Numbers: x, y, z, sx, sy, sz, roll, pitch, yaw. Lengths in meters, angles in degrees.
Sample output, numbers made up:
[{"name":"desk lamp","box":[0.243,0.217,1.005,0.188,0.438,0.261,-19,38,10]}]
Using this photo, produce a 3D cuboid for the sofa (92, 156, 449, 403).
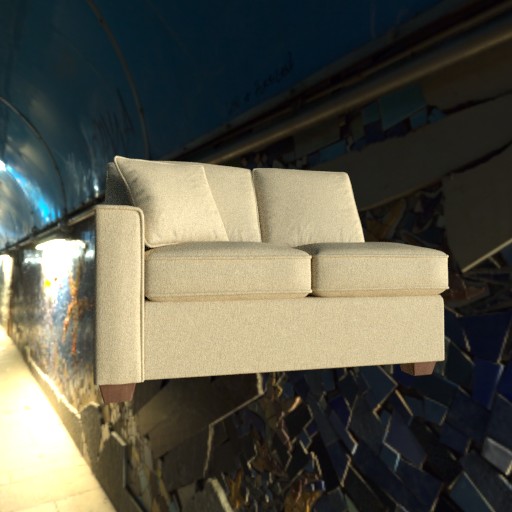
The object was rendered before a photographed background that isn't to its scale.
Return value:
[{"name":"sofa","box":[0.000,0.000,2.060,1.388,0.989,0.991,0,-1,-17]}]
